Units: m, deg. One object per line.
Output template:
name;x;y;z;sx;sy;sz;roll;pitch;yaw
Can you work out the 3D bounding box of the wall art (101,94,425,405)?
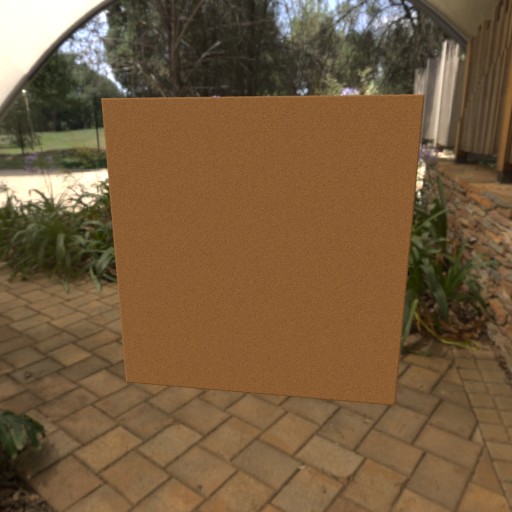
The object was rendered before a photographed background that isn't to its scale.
wall art;0.000;0.000;0.845;0.554;0.572;0.037;2;16;9
